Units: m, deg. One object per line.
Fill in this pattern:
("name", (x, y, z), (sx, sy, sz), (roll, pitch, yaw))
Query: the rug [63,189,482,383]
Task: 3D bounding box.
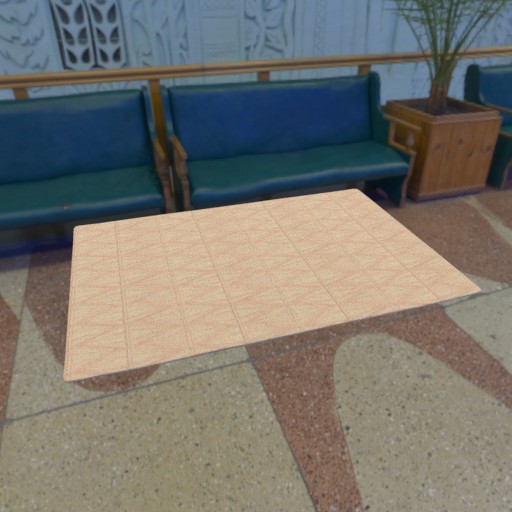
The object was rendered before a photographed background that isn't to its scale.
("rug", (0.000, 0.000, 3.012), (2.390, 0.015, 1.609), (-10, 34, -15))
